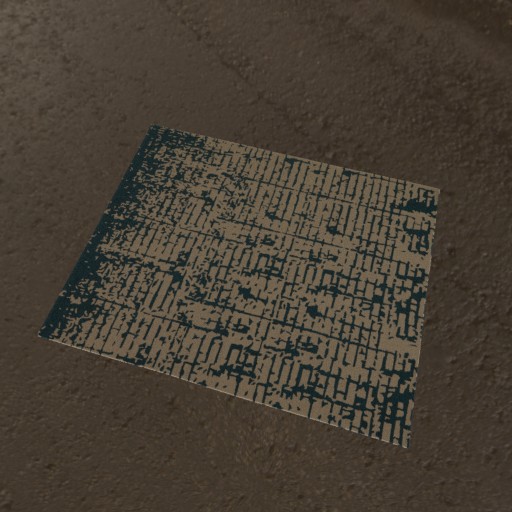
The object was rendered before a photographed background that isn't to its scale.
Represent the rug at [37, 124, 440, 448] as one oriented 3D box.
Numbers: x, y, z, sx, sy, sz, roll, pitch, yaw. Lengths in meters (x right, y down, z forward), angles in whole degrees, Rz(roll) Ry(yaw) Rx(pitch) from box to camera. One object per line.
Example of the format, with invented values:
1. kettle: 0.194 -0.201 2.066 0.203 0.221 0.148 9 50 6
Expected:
1. rug: 0.000 0.000 3.959 3.017 0.014 2.416 14 63 8
